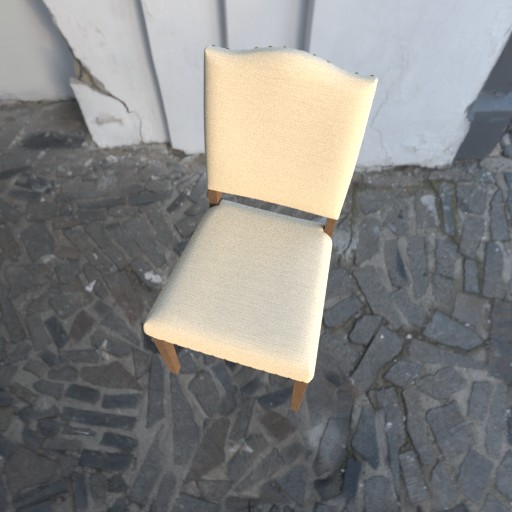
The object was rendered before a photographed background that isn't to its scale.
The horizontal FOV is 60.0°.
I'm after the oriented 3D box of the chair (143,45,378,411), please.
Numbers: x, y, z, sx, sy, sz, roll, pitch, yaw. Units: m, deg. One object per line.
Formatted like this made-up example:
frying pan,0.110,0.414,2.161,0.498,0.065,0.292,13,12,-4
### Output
chair,0.000,0.000,1.354,0.508,1.015,0.619,15,61,8
